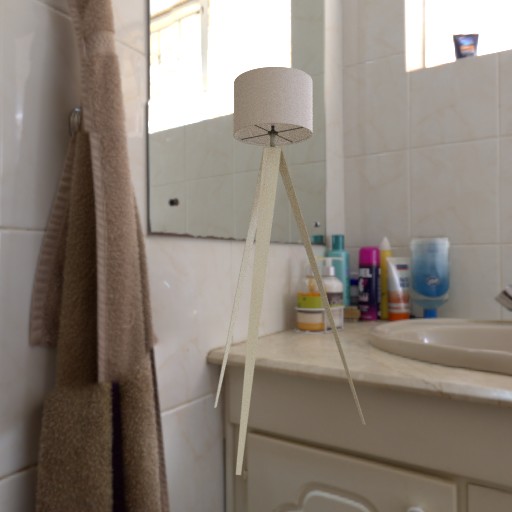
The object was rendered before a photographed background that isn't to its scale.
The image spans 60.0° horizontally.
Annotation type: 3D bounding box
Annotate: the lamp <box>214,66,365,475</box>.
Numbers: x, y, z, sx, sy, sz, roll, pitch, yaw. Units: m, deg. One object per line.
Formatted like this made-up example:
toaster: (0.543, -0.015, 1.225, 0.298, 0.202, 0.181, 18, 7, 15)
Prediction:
lamp: (0.000, 0.000, 1.936, 0.716, 1.524, 0.724, -1, -1, 35)
